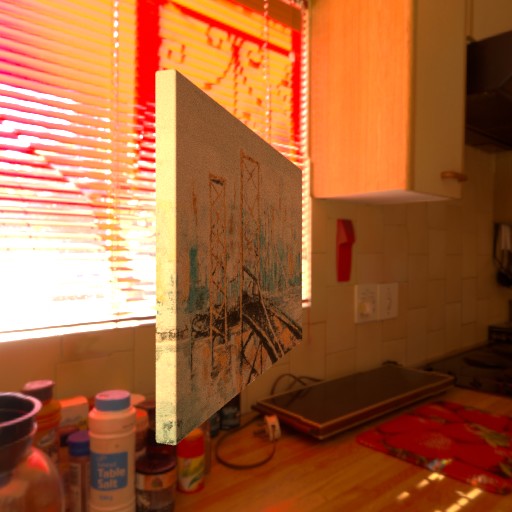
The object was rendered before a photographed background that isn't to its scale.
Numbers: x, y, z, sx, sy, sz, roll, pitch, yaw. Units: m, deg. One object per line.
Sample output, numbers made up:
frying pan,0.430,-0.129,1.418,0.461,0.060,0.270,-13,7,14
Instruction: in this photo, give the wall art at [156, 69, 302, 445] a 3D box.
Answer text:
wall art,0.000,0.000,1.151,0.038,0.609,0.913,0,0,19
